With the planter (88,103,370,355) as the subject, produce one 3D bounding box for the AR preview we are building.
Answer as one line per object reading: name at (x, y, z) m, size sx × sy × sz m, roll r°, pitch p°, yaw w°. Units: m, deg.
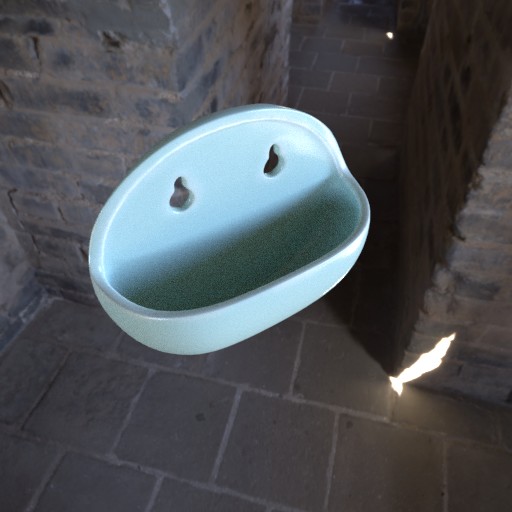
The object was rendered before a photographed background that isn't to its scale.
planter at (0.000, 0.000, 0.276) m, size 0.189 × 0.164 × 0.073 m, roll -24°, pitch 50°, yaw -22°
